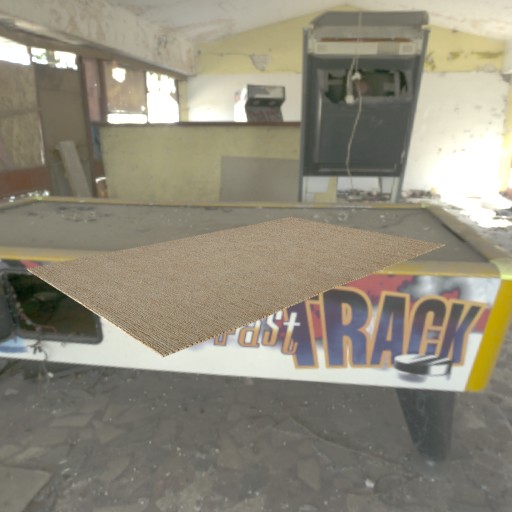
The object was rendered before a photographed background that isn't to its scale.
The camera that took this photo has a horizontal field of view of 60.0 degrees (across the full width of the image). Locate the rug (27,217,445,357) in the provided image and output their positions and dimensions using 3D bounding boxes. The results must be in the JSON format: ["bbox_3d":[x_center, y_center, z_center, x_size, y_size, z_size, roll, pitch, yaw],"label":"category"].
[{"bbox_3d":[0.000,0.000,3.006,2.439,0.011,1.533,-15,21,-42],"label":"rug"}]
